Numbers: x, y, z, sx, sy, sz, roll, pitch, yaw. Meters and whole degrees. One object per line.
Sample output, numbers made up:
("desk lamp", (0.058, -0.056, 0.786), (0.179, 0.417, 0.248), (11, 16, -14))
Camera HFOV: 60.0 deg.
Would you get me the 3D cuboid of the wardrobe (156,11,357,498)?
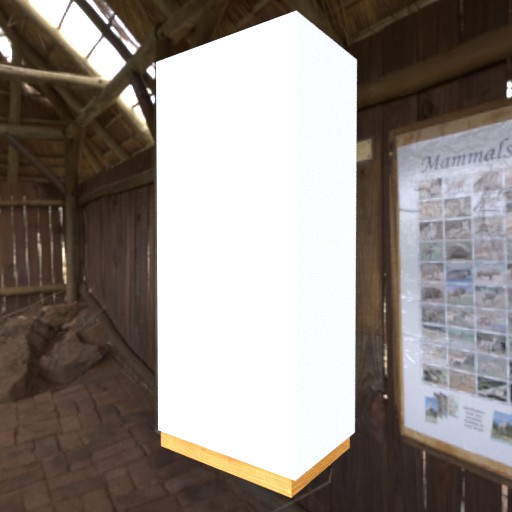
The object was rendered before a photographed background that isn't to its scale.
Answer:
("wardrobe", (0.000, 0.000, 2.343), (0.860, 2.040, 0.600), (1, 2, 37))
